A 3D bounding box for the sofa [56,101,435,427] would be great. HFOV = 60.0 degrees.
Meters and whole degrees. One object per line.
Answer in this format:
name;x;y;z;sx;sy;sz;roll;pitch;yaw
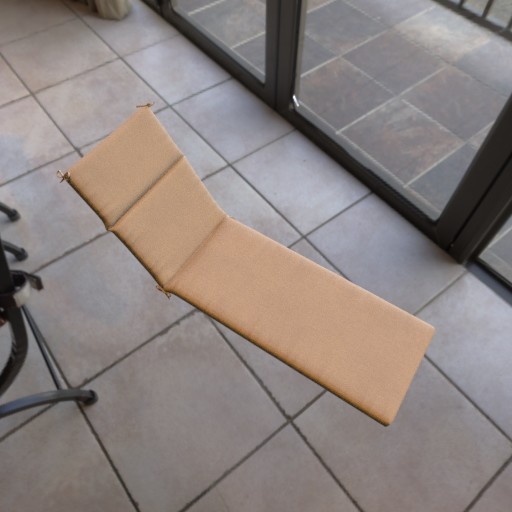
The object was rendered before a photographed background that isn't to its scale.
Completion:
sofa;0.000;0.000;1.963;1.663;0.622;0.582;29;63;17
